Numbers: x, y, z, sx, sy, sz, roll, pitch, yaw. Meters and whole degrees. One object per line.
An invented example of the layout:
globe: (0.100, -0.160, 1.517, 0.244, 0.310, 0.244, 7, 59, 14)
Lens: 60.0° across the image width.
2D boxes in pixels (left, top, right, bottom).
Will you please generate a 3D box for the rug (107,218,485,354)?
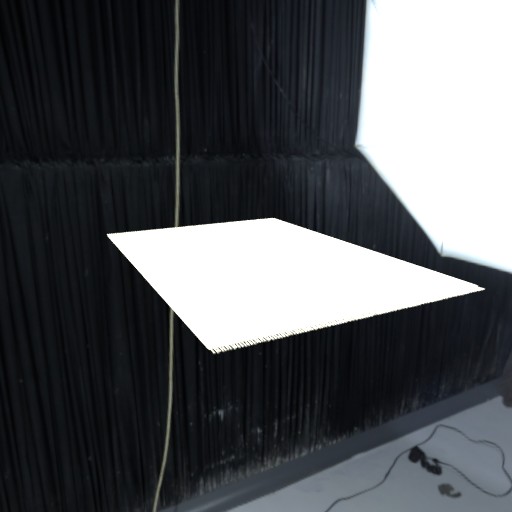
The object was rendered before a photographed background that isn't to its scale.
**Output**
rug: (0.000, 0.000, 2.911, 1.514, 0.011, 2.233, -8, 17, -26)
